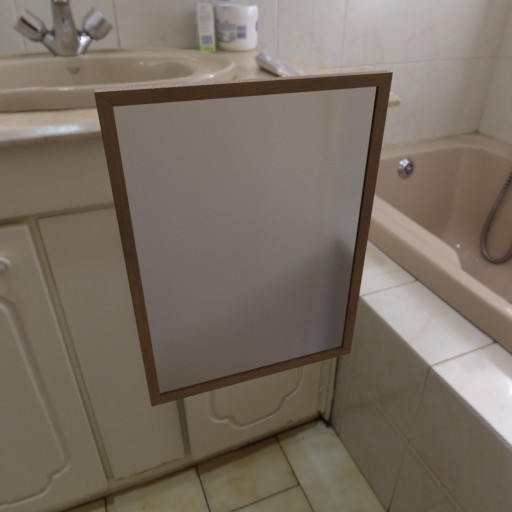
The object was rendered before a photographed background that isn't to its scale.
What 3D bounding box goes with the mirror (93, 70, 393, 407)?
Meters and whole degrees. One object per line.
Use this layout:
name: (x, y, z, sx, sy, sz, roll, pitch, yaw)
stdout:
mirror: (0.000, 0.000, 1.355, 0.762, 1.016, 0.040, -11, 33, -17)
